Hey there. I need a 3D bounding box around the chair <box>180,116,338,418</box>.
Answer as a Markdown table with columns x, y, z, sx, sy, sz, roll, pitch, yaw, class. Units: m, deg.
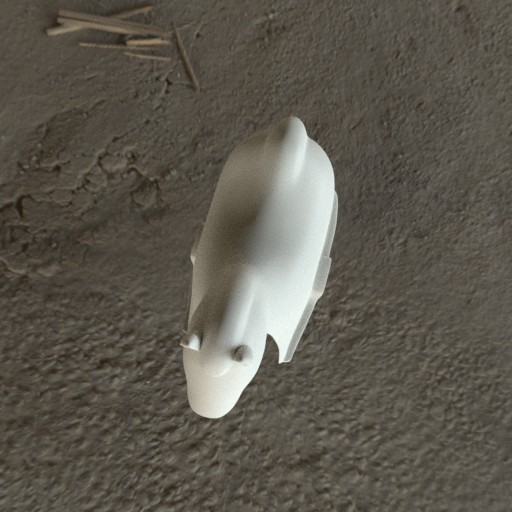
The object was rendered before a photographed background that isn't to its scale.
| x | y | z | sx | sy | sz | roll | pitch | yaw | class |
| --- | --- | --- | --- | --- | --- | --- | --- | --- | --- |
| 0.000 | 0.000 | 1.155 | 0.429 | 0.612 | 0.800 | 16 | 76 | 4 | chair |
